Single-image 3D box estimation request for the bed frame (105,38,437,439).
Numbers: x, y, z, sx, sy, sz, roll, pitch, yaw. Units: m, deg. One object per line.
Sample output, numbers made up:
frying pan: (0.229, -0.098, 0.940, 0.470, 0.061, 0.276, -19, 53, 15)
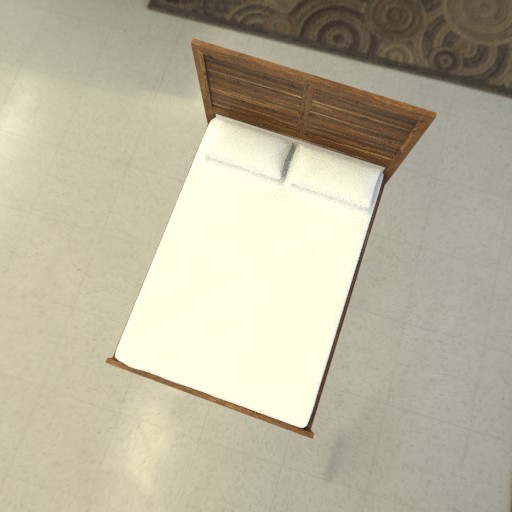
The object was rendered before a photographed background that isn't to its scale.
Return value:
bed frame: (0.000, 0.000, 3.389, 1.696, 1.417, 2.276, 19, 78, 4)
